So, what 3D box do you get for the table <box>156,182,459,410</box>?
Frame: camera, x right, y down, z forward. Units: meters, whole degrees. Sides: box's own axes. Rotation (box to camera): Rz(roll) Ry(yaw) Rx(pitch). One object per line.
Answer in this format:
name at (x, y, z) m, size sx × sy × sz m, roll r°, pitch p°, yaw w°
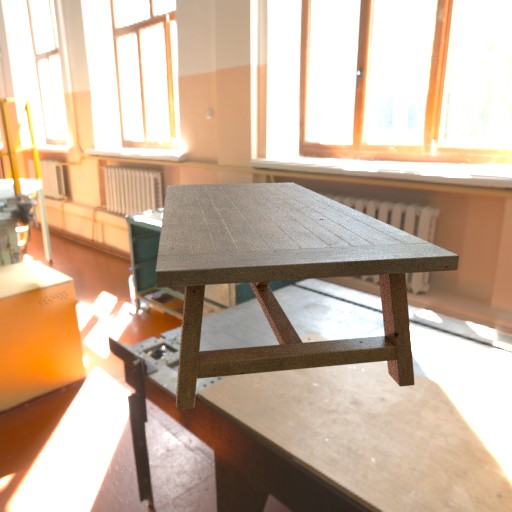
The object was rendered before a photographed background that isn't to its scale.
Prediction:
table at (0.000, 0.000, 2.069) m, size 0.820 × 0.465 × 1.800 m, roll -3°, pitch 16°, yaw -10°
